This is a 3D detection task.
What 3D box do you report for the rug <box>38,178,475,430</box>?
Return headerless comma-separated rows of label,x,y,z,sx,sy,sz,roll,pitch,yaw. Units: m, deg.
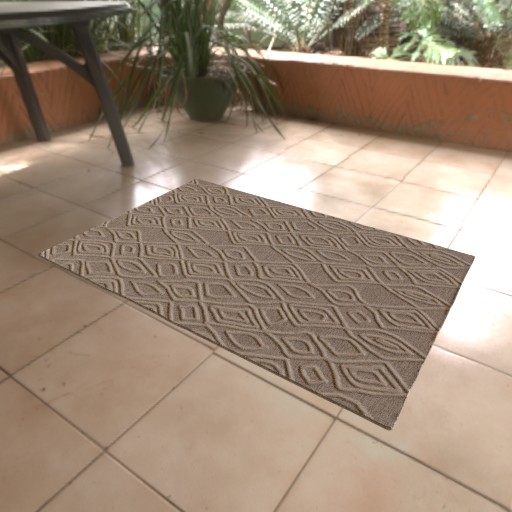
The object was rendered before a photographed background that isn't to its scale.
rug,0.000,0.000,2.219,1.832,0.016,1.224,20,37,28
